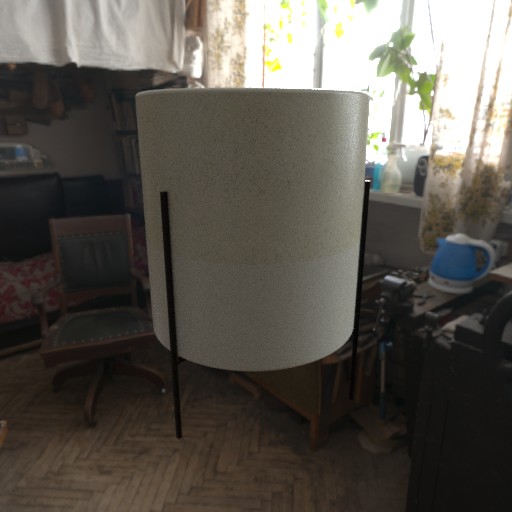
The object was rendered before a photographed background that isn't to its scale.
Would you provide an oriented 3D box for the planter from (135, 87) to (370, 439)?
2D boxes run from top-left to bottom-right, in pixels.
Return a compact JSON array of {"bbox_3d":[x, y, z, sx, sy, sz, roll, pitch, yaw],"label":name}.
[{"bbox_3d":[0.000,0.000,0.700,0.333,0.483,0.324,3,18,11],"label":"planter"}]
